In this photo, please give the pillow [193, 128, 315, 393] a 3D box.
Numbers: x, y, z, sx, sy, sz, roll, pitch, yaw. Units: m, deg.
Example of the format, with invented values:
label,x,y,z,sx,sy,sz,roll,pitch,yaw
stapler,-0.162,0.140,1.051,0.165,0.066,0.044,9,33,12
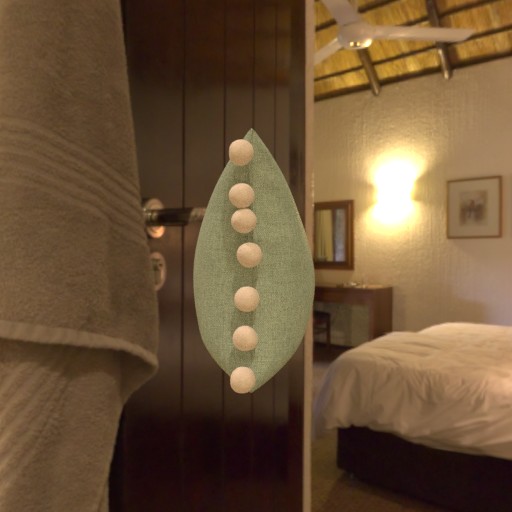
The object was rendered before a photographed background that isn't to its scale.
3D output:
label,x,y,z,sx,sy,sz,roll,pitch,yaw
pillow,0.000,0.000,0.830,0.201,0.322,0.709,0,0,0
